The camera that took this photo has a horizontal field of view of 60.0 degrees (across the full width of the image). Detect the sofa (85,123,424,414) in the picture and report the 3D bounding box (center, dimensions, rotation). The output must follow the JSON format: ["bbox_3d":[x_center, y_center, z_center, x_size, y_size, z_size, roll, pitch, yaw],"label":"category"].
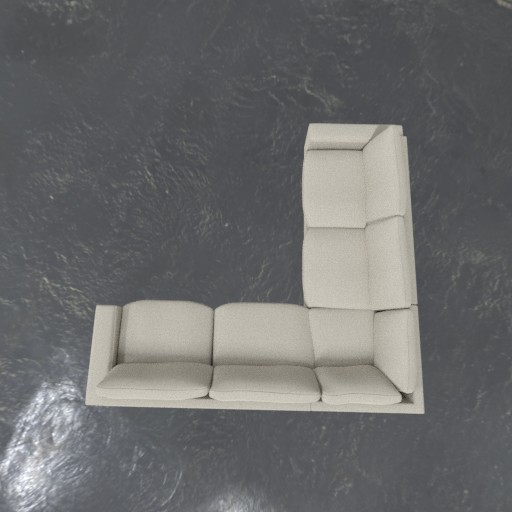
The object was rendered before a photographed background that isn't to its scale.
[{"bbox_3d":[0.000,0.000,4.698,3.206,0.918,3.066,1,76,0],"label":"sofa"}]
